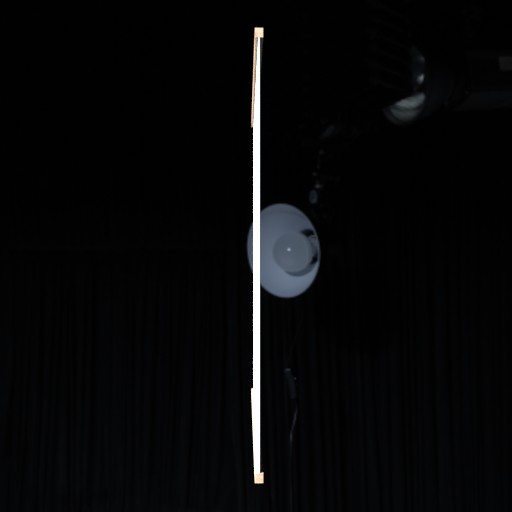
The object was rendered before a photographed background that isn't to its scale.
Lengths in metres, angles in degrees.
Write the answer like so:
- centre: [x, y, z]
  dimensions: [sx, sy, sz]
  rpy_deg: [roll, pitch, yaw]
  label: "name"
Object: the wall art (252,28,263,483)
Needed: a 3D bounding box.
- centre: [0.000, 0.000, 1.991]
  dimensions: [0.028, 1.533, 0.999]
  rpy_deg: [0, -1, -1]
  label: "wall art"
